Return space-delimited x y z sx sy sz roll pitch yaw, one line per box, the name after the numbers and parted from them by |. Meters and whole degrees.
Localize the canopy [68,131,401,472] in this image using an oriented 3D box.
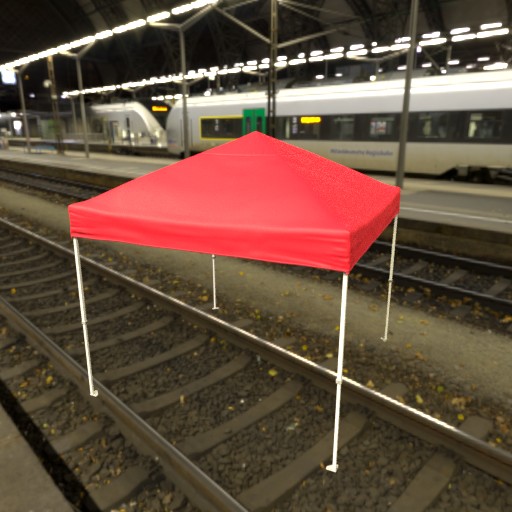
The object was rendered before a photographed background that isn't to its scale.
0.000 0.000 5.532 2.998 2.997 2.996 7 17 24 | canopy
